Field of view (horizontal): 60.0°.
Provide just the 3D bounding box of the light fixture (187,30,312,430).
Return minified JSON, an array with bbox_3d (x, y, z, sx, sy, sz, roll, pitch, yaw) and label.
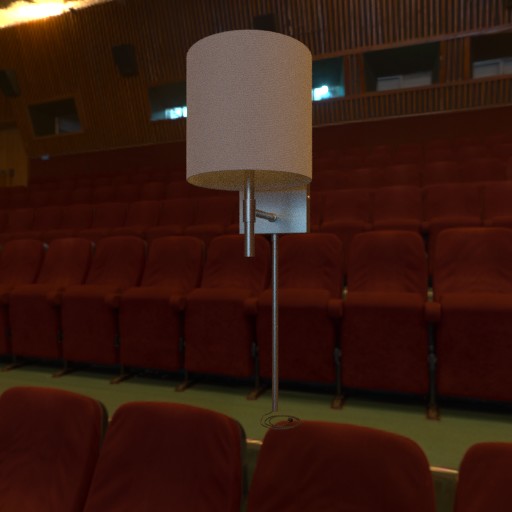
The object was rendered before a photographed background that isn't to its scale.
[{"bbox_3d":[0.000,0.000,0.699,0.188,0.589,0.248,0,0,19],"label":"light fixture"}]
